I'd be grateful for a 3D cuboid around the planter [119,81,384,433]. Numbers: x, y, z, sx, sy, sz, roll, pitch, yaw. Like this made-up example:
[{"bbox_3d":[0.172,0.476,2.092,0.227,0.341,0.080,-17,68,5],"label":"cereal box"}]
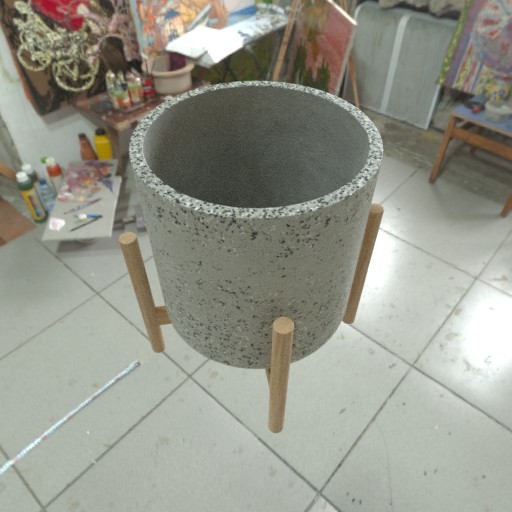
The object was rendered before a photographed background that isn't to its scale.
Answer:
[{"bbox_3d":[0.000,0.000,0.689,0.360,0.419,0.360,9,47,9],"label":"planter"}]
